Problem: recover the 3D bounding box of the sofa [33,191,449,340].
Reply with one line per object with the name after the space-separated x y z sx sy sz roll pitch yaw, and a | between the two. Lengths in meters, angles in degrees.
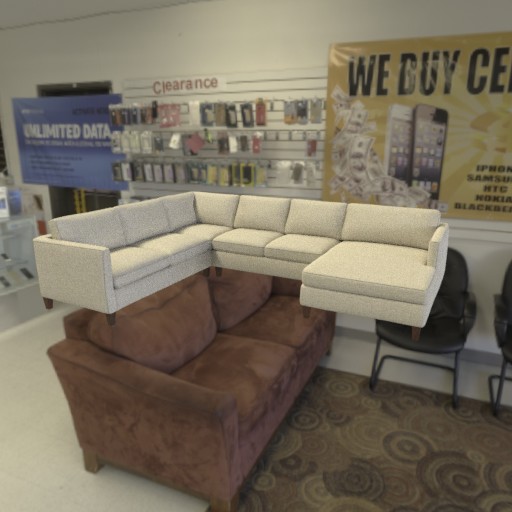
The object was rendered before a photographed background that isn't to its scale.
0.000 0.000 4.478 3.403 0.889 2.551 8 18 26 | sofa
